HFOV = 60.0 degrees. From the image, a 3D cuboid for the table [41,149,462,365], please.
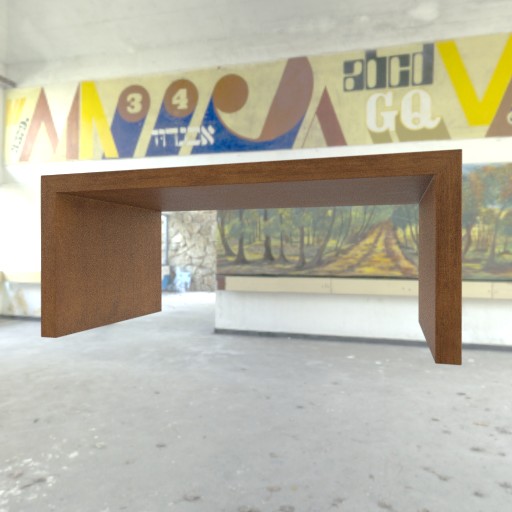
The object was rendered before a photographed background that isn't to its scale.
[{"bbox_3d":[0.000,0.000,1.264,1.000,0.419,0.549,0,0,17],"label":"table"}]
